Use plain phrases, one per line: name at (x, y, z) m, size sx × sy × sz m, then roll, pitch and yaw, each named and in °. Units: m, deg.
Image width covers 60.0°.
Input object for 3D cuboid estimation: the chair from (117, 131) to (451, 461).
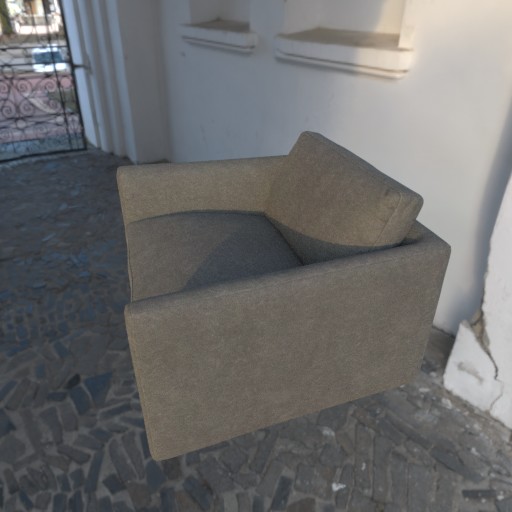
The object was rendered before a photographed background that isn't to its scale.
chair at (0.000, 0.000, 1.877) m, size 1.091 × 0.845 × 1.190 m, roll -8°, pitch 32°, yaw -14°
